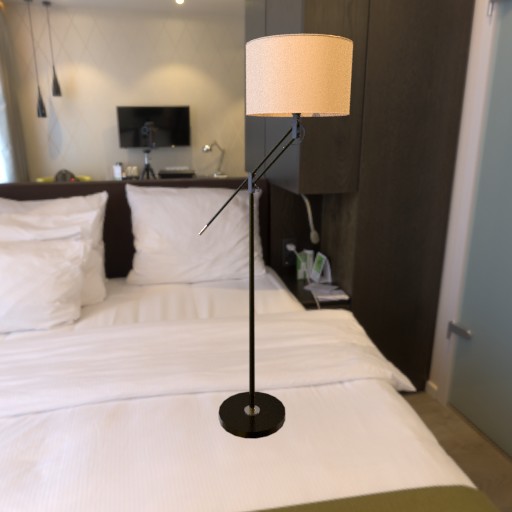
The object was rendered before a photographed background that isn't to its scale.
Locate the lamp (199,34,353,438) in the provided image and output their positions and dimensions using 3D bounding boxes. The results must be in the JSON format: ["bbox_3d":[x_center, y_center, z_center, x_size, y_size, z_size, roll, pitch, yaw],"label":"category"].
[{"bbox_3d":[0.000,0.000,1.924,0.373,1.635,0.809,-14,21,-42],"label":"lamp"}]
